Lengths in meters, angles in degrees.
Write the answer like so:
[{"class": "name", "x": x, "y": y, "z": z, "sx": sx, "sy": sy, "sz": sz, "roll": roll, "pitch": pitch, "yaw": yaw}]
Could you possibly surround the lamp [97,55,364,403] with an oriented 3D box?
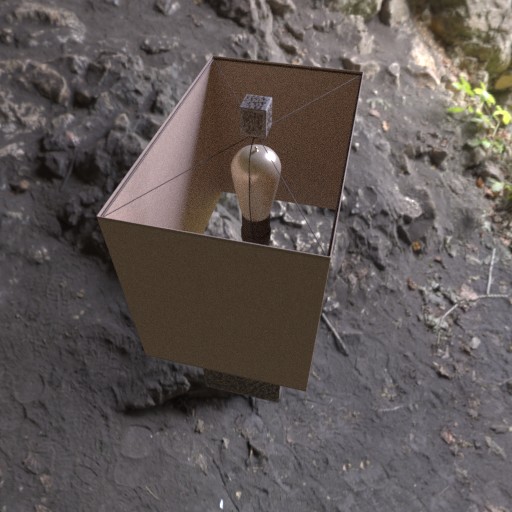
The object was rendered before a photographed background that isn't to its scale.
[{"class": "lamp", "x": 0.000, "y": 0.000, "z": 0.551, "sx": 0.180, "sy": 0.411, "sz": 0.294, "roll": 10, "pitch": 48, "yaw": 9}]
